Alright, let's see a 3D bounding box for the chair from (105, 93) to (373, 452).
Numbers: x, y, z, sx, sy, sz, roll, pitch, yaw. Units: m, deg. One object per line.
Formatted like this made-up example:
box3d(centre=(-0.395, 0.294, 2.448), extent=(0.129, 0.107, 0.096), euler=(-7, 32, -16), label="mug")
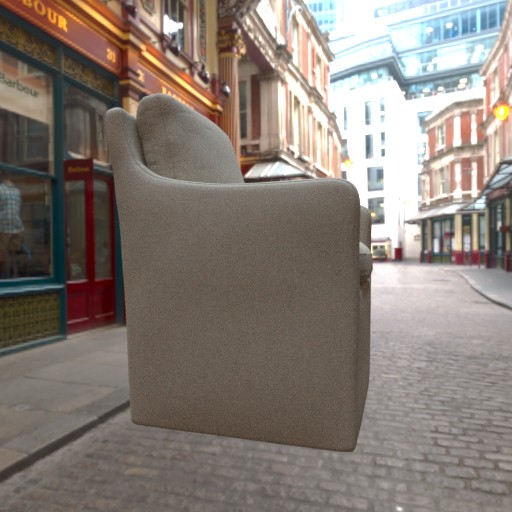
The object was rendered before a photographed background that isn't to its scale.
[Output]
box3d(centre=(0.000, 0.000, 1.383), extent=(0.694, 0.914, 0.626), euler=(0, 0, 17), label="chair")
